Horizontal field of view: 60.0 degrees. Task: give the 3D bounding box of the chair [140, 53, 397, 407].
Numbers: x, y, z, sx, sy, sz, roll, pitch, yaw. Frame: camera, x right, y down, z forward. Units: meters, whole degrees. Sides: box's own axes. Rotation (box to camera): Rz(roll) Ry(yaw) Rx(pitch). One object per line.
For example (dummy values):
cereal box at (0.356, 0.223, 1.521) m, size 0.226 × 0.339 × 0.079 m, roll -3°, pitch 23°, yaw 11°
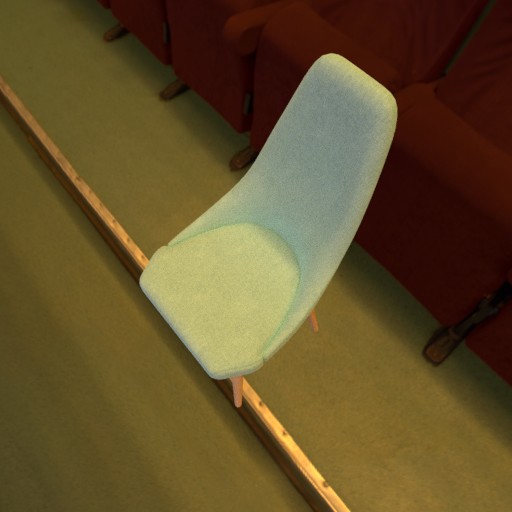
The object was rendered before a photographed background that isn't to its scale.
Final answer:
chair at (0.000, 0.000, 1.383) m, size 0.660 × 1.040 × 0.510 m, roll -37°, pitch 68°, yaw -17°
